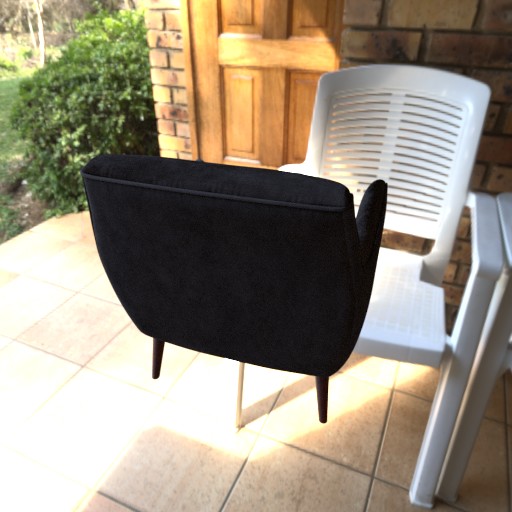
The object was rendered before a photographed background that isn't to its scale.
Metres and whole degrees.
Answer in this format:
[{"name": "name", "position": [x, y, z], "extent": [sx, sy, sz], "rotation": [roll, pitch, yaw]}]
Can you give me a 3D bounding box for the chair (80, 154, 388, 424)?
[{"name": "chair", "position": [0.000, 0.000, 1.443], "extent": [0.762, 0.838, 0.787], "rotation": [10, 33, 15]}]
